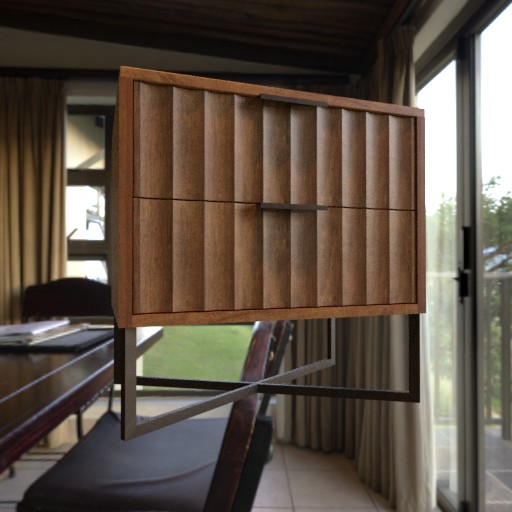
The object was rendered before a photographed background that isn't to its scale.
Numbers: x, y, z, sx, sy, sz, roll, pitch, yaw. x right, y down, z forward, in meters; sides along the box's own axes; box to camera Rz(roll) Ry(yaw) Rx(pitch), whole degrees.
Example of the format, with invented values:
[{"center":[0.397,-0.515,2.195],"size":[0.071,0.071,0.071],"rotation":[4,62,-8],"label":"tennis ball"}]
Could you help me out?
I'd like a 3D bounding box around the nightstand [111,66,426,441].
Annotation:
[{"center":[0.000,0.000,1.008],"size":[0.613,0.615,0.427],"rotation":[0,-1,-20],"label":"nightstand"}]
